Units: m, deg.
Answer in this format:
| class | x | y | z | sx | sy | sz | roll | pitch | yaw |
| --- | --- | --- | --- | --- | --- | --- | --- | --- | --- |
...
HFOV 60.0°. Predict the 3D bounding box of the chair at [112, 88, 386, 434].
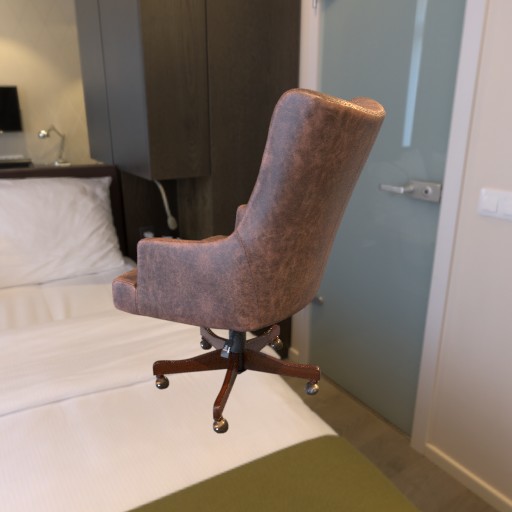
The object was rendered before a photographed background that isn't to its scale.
| class | x | y | z | sx | sy | sz | roll | pitch | yaw |
| --- | --- | --- | --- | --- | --- | --- | --- | --- | --- |
| chair | 0.000 | 0.000 | 1.516 | 0.762 | 1.035 | 0.641 | 9 | 20 | 26 |
